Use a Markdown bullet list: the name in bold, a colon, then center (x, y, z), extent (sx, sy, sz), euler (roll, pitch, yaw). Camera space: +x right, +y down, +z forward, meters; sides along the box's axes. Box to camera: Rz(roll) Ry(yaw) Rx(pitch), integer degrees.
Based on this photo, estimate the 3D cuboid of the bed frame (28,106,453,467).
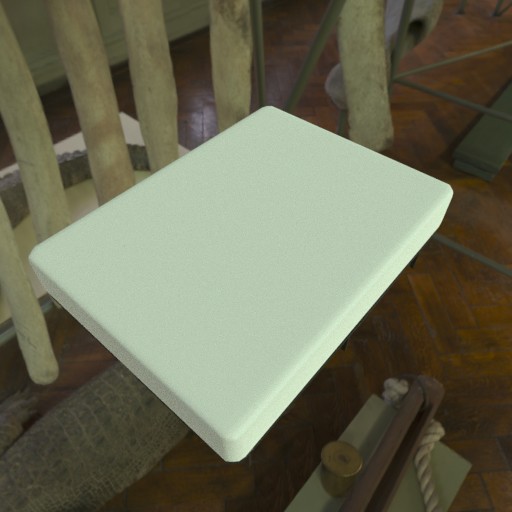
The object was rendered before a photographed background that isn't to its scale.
- **bed frame**: center (0.000, 0.000, 2.773), extent (1.528, 0.677, 2.037), euler (33, 56, 26)
